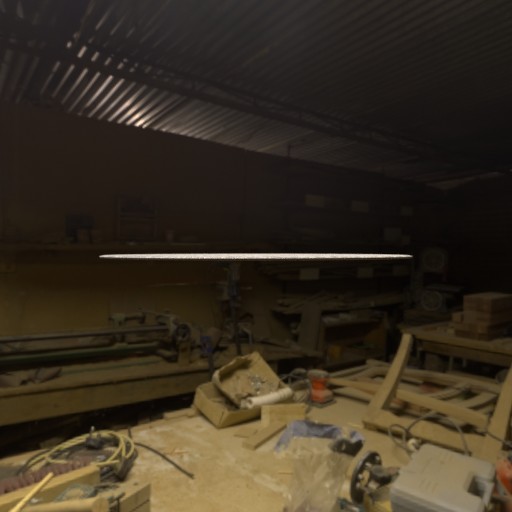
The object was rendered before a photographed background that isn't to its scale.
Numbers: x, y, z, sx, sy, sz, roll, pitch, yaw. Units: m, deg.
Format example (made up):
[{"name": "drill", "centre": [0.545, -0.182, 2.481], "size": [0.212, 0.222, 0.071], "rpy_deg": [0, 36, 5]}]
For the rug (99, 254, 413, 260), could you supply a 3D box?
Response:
[{"name": "rug", "centre": [0.000, 0.000, 2.387], "size": [1.593, 0.012, 1.593], "rpy_deg": [0, 1, 0]}]
